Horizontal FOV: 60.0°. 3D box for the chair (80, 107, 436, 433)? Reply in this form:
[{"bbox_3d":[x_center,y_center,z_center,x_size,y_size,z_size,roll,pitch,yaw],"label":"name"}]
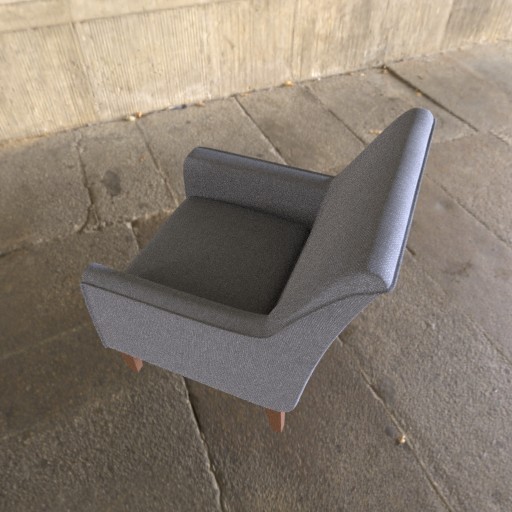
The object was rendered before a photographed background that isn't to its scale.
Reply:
[{"bbox_3d":[0.000,0.000,1.546,0.899,0.919,0.780,16,48,15],"label":"chair"}]
